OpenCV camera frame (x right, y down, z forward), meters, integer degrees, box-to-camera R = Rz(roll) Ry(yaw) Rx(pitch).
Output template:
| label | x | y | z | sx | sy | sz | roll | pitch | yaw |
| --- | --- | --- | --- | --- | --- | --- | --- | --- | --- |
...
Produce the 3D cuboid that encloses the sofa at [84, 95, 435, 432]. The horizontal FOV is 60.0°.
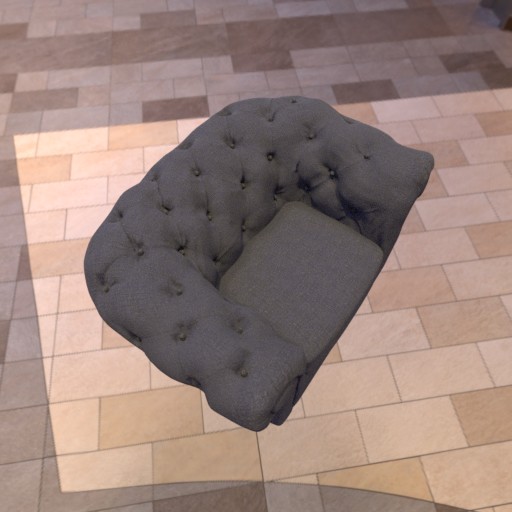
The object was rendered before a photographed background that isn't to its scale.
| label | x | y | z | sx | sy | sz | roll | pitch | yaw |
| --- | --- | --- | --- | --- | --- | --- | --- | --- | --- |
| sofa | 0.000 | 0.000 | 2.060 | 1.032 | 0.878 | 1.405 | 31 | 63 | 18 |
